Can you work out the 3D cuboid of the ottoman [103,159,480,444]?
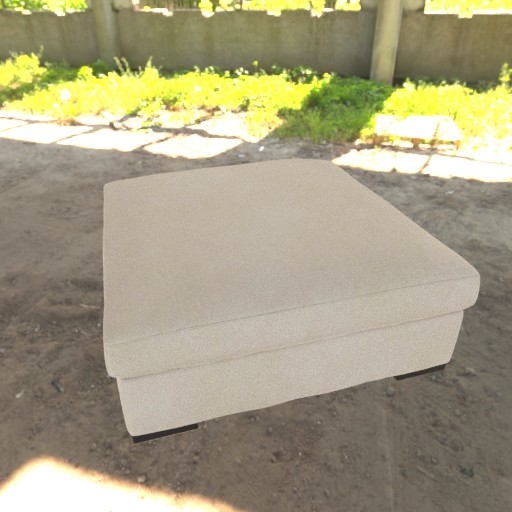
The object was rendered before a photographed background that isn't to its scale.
[{"bbox_3d":[0.000,0.000,1.838,1.190,0.522,1.205,-8,31,-14],"label":"ottoman"}]
